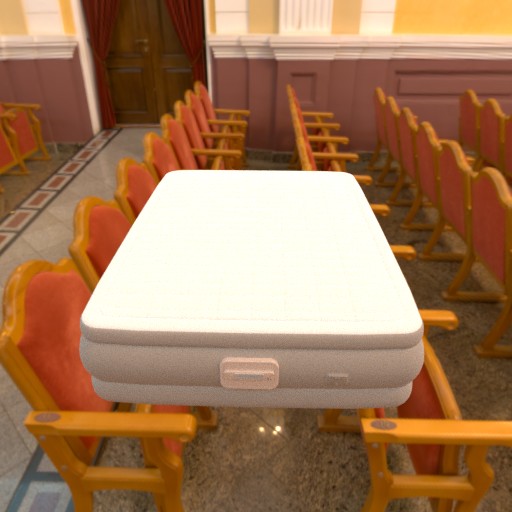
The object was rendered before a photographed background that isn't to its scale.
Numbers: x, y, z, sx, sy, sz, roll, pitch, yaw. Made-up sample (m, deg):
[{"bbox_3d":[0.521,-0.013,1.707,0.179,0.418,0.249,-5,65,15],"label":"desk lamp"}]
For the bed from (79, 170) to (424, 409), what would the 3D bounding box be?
[{"bbox_3d":[0.000,0.000,2.692,1.520,0.460,2.036,1,30,1],"label":"bed"}]
